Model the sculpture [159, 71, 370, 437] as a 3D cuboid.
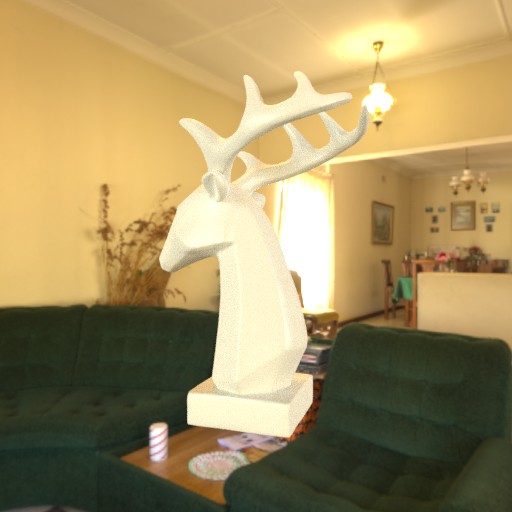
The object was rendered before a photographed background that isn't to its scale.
[{"bbox_3d":[0.000,0.000,0.458,0.224,0.329,0.174,0,0,19],"label":"sculpture"}]
